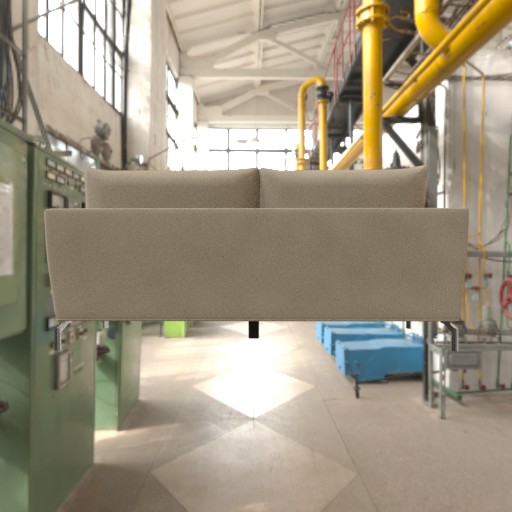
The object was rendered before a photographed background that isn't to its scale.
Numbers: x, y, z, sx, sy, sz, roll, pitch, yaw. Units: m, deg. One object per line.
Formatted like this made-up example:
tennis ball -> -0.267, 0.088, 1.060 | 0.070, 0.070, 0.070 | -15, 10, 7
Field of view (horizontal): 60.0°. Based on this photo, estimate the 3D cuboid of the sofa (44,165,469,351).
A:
sofa -> 0.000, 0.000, 2.712 | 2.214, 1.005, 0.868 | 0, 0, 1
